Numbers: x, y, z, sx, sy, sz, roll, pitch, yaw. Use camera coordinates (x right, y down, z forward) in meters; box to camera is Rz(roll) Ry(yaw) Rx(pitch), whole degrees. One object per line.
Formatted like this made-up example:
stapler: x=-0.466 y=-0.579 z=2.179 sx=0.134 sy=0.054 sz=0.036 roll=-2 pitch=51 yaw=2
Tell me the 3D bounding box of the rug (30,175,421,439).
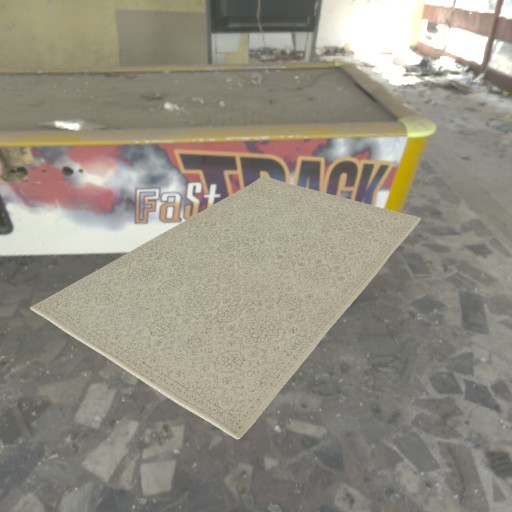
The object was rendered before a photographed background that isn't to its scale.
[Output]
rug: x=0.000 y=0.000 z=2.432 sx=1.214 sy=0.023 sz=1.947 roll=20 pitch=38 yaw=29
